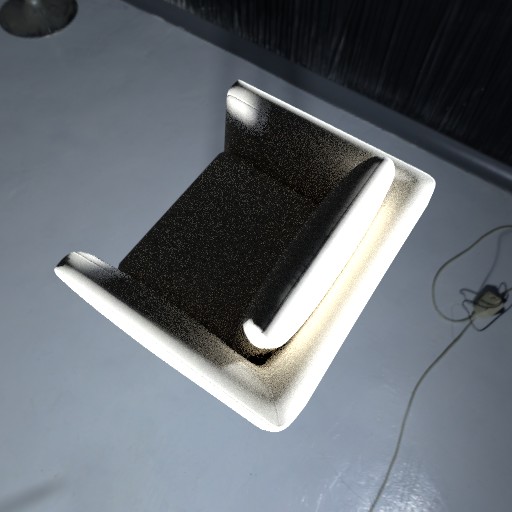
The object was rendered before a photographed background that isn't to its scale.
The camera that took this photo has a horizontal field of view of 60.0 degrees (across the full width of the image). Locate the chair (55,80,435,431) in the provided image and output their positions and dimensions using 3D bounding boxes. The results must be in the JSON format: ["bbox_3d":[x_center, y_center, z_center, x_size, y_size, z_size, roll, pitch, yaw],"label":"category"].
[{"bbox_3d":[0.000,0.000,1.716,0.889,0.865,1.041,32,68,14],"label":"chair"}]
